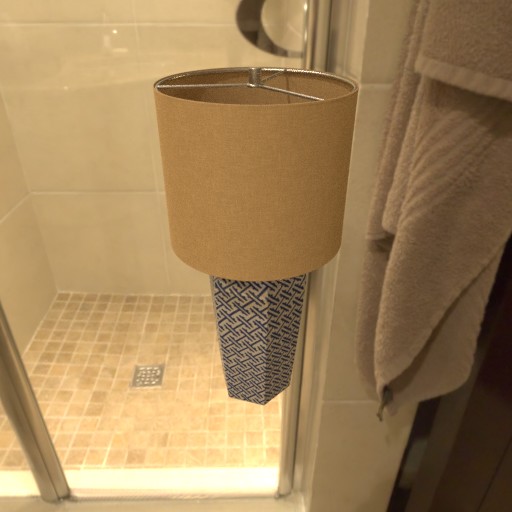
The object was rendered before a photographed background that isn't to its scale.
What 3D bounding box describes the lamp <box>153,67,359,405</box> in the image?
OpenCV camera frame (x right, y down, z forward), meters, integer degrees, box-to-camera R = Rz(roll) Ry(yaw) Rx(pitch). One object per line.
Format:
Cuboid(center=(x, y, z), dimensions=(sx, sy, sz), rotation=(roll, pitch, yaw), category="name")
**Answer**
Cuboid(center=(0.000, 0.000, 0.866), dimensions=(0.320, 0.682, 0.320), rotation=(-22, 38, -32), category="lamp")
